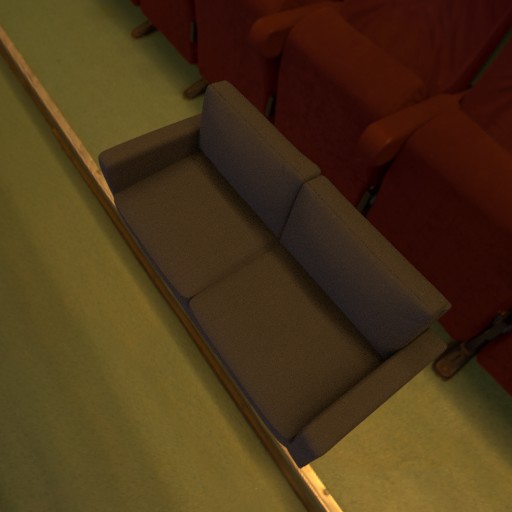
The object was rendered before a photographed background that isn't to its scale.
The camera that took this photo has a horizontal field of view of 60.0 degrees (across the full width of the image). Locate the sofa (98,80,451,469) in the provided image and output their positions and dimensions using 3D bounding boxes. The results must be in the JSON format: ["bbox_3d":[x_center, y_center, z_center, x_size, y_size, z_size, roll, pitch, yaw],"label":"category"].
[{"bbox_3d":[0.000,0.000,2.306,0.898,0.839,1.852,-33,67,-16],"label":"sofa"}]
